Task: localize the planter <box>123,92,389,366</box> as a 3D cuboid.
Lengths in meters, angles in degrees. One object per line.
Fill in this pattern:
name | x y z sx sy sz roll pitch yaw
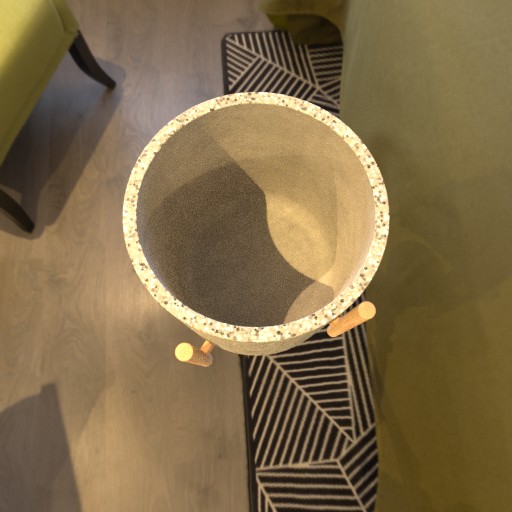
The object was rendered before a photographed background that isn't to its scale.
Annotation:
planter | 0.000 0.000 0.706 0.360 0.419 0.360 -34 77 -9
